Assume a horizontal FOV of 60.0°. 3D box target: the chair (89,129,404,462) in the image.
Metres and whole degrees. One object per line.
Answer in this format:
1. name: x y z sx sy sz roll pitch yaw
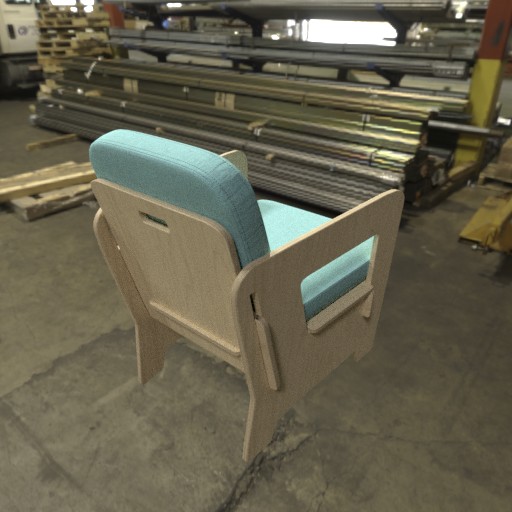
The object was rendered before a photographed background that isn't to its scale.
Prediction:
1. chair: 0.000 0.000 1.268 0.590 0.800 0.710 22 37 33
